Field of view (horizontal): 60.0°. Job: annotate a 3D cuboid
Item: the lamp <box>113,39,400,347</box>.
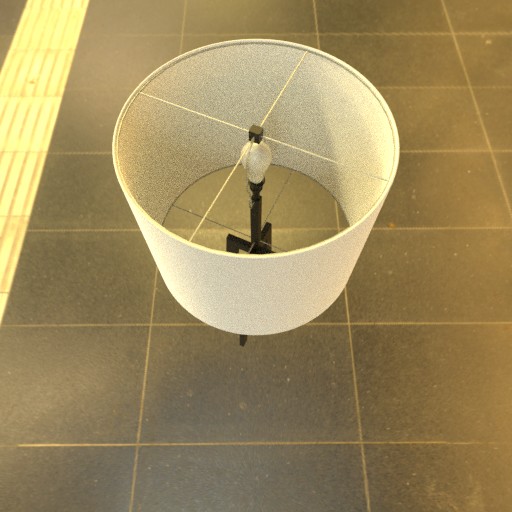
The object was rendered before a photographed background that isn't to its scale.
[{"bbox_3d":[0.000,0.000,0.614,0.257,0.489,0.257,-18,64,-9],"label":"lamp"}]
